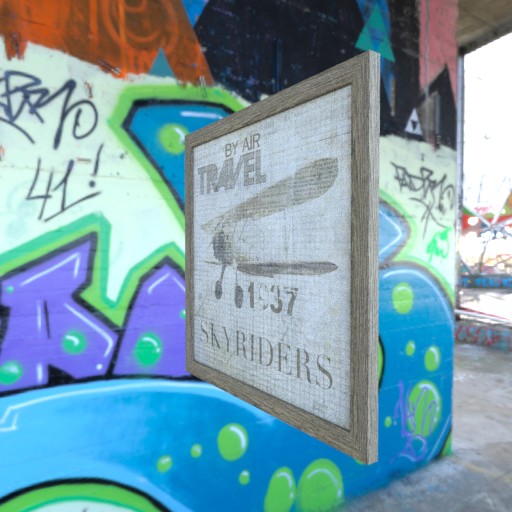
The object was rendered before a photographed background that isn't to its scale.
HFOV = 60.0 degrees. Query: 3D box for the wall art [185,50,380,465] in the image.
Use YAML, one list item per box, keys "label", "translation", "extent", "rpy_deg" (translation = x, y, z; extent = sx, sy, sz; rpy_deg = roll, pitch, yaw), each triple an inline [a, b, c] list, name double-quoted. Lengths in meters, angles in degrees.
- label: "wall art"
  translation: [0.000, 0.000, 0.755]
  extent: [0.019, 0.508, 0.508]
  rpy_deg: [-1, 1, -35]
